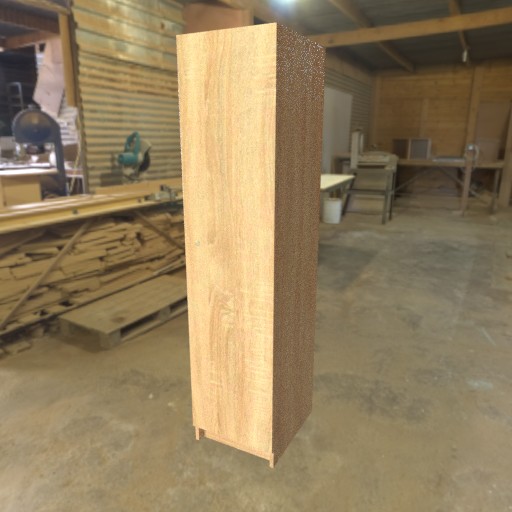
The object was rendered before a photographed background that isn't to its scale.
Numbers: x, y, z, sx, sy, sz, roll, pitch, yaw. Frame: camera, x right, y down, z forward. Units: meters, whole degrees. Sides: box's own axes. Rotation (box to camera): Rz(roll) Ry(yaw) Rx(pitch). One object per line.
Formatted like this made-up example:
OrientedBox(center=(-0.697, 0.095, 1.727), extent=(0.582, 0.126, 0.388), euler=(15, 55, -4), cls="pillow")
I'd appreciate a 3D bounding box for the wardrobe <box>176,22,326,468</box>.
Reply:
OrientedBox(center=(0.000, 0.000, 2.392), extent=(0.496, 2.117, 0.588), euler=(8, 17, 27), cls="wardrobe")
